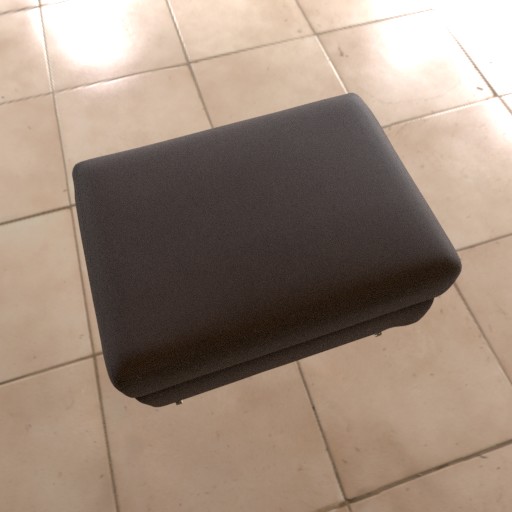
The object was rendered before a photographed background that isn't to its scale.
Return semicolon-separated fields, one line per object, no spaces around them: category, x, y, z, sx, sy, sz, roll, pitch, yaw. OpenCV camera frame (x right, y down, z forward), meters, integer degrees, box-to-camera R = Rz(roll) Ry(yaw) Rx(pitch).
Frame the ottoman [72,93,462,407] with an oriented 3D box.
ottoman;0.000;0.000;1.166;0.773;0.497;0.574;-17;65;-8
